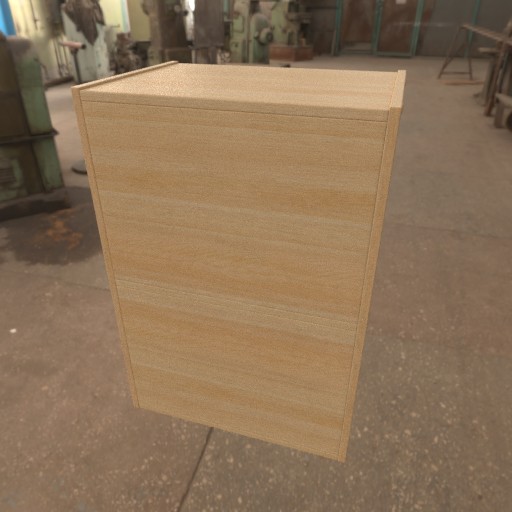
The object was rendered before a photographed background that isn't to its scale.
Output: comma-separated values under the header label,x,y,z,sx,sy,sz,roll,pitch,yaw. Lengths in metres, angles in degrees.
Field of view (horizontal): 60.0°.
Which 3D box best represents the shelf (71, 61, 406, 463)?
label,x,y,z,sx,sy,sz,roll,pitch,yaw
shelf,0.000,0.000,0.785,0.414,0.592,0.290,9,31,15
